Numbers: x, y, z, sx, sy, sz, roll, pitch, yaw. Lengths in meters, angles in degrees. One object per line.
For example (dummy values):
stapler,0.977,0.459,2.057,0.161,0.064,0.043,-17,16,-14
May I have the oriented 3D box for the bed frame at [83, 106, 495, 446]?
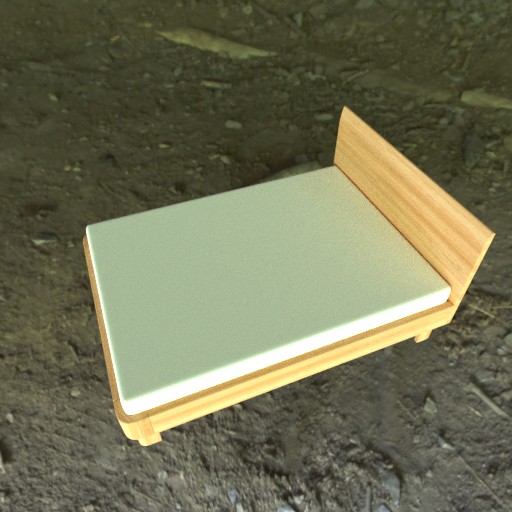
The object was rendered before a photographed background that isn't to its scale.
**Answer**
bed frame,0.000,0.000,2.764,1.992,0.940,1.472,-16,47,-15
